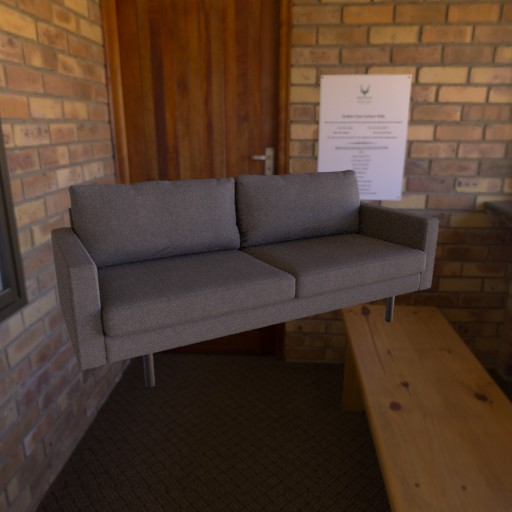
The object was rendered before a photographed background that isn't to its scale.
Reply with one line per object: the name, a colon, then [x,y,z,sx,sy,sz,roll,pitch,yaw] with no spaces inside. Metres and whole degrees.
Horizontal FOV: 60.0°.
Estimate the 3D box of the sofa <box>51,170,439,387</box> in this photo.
sofa: [0.000,0.000,2.592,2.100,0.880,0.880,-9,18,-27]
